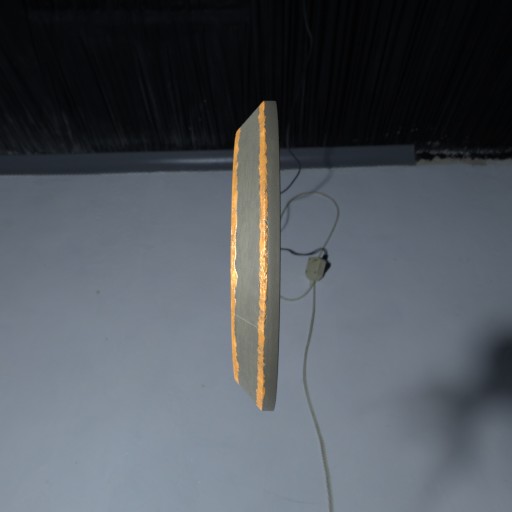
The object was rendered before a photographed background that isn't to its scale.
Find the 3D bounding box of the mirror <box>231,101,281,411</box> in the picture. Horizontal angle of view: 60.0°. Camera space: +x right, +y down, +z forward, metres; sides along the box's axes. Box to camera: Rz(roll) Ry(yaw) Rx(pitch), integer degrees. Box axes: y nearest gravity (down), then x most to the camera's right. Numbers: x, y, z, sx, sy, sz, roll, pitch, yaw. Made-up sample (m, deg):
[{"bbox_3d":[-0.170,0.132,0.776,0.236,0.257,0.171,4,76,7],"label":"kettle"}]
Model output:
[{"bbox_3d":[0.000,0.000,1.374,0.111,0.907,0.907,0,59,0],"label":"mirror"}]
